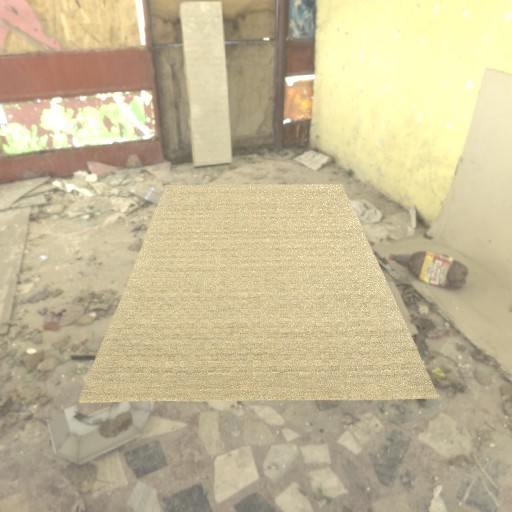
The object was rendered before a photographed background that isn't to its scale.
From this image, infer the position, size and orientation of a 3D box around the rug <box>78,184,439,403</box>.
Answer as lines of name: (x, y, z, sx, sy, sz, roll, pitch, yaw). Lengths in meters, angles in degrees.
rug: (0.000, 0.000, 2.850, 1.532, 0.018, 2.297, 0, 32, -1)
